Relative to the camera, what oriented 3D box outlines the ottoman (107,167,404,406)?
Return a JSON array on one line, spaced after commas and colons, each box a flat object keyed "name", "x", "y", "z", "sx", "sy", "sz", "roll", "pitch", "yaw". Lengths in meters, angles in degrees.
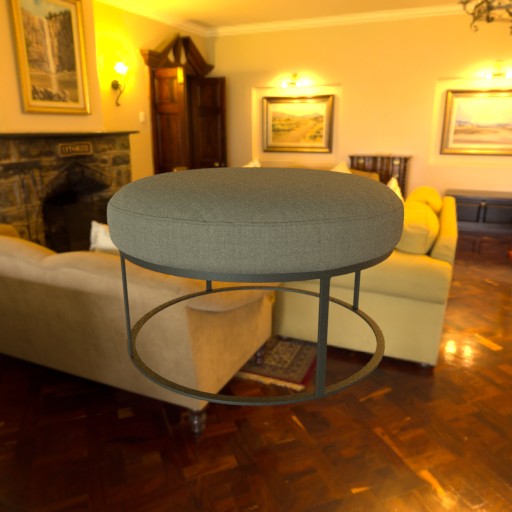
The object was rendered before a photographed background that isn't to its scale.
[{"name": "ottoman", "x": 0.000, "y": 0.000, "z": 1.242, "sx": 0.772, "sy": 0.460, "sz": 0.772, "roll": 0, "pitch": 16, "yaw": 0}]
